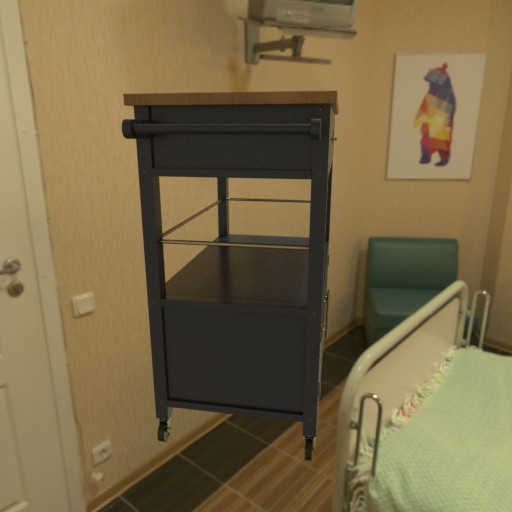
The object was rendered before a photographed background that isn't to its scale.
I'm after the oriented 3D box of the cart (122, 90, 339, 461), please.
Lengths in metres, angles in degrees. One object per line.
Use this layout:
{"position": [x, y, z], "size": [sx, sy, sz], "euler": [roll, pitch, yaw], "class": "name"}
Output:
{"position": [0.000, 0.000, 1.367], "size": [0.459, 0.901, 0.840], "euler": [3, 16, 10], "class": "cart"}
